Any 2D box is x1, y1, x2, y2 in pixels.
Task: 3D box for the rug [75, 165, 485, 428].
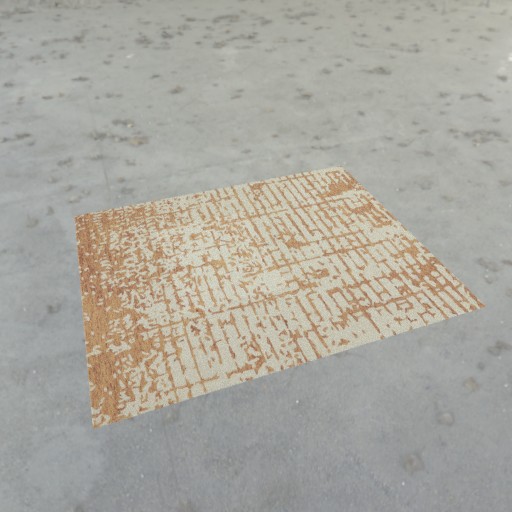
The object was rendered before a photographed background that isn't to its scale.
[{"bbox_3d":[0.000,0.000,4.039,3.050,0.011,2.441,-13,42,-15],"label":"rug"}]
